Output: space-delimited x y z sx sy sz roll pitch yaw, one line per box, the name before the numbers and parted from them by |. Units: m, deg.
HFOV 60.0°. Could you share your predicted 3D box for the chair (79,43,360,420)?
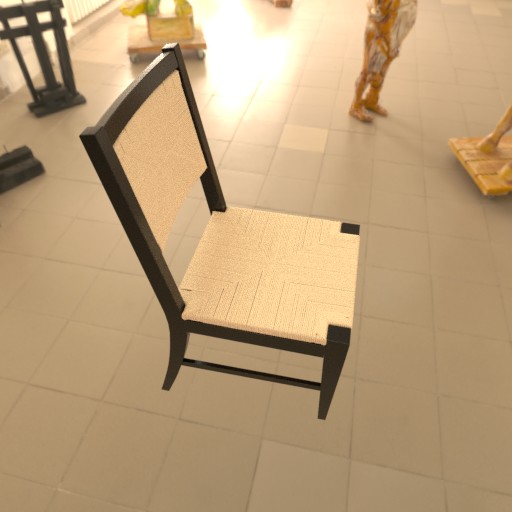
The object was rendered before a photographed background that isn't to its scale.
chair | 0.000 0.000 1.211 0.552 0.927 0.437 9 46 9
